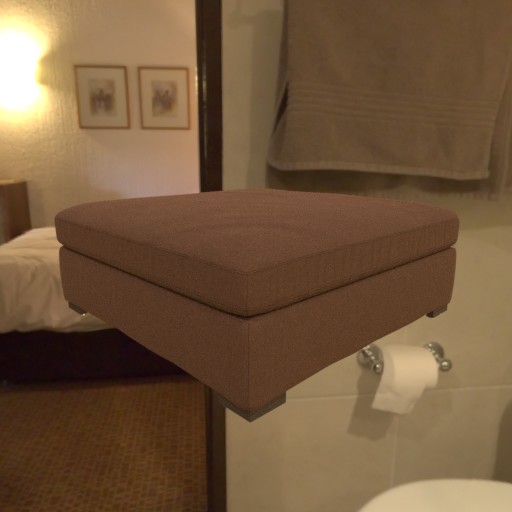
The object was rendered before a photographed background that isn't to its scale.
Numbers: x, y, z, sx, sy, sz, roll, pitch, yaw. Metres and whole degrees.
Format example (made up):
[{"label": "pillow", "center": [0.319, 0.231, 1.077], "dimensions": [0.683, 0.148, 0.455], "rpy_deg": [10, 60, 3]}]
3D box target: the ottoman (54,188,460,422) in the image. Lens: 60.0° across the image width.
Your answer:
[{"label": "ottoman", "center": [0.000, 0.000, 1.809], "dimensions": [1.181, 0.470, 1.181], "rpy_deg": [-13, 19, -42]}]
